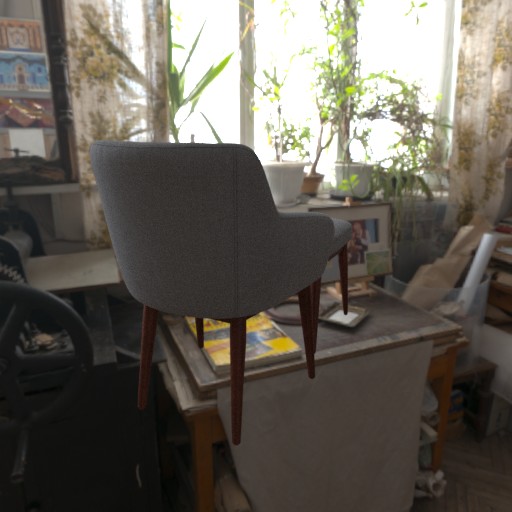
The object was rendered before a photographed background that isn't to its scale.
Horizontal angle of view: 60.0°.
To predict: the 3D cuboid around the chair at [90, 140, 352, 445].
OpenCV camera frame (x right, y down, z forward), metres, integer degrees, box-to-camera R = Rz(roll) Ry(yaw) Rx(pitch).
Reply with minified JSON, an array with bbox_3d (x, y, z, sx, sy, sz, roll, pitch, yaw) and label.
[{"bbox_3d":[0.000,0.000,1.530,0.584,0.799,1.107,9,19,27],"label":"chair"}]
